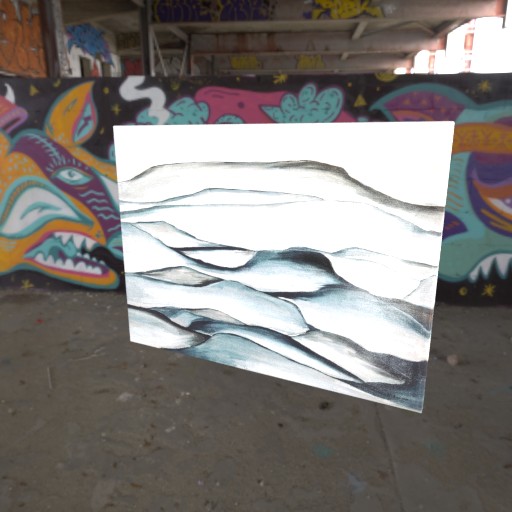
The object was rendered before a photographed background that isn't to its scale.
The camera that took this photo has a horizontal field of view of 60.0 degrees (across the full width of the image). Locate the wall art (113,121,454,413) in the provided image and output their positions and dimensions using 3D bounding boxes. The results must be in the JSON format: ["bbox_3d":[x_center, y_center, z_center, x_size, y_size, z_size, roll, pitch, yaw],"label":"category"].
[{"bbox_3d":[0.000,0.000,1.602,1.219,0.915,0.039,7,17,25],"label":"wall art"}]
